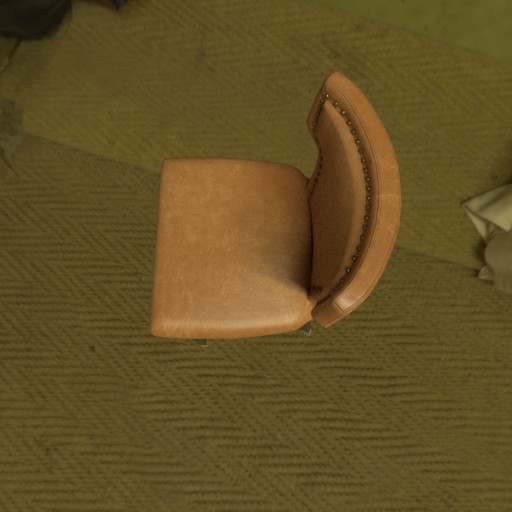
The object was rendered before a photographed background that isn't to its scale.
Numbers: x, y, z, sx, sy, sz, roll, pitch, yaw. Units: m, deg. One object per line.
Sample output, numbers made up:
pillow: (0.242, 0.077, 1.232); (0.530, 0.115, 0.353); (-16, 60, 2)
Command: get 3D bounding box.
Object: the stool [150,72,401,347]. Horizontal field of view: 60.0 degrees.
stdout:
stool: (0.000, 0.000, 1.370); (0.563, 1.092, 0.526); (1, 75, 0)
